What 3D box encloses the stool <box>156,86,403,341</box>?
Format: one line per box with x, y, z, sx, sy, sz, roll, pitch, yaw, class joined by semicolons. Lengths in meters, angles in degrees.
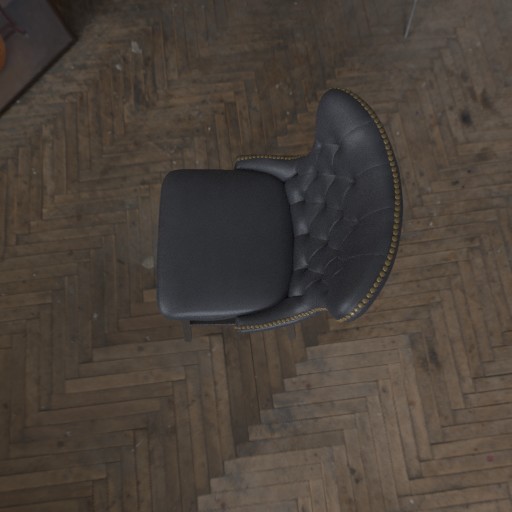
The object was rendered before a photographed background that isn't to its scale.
0.000;0.000;1.394;0.601;1.050;0.528;-1;75;0;stool
